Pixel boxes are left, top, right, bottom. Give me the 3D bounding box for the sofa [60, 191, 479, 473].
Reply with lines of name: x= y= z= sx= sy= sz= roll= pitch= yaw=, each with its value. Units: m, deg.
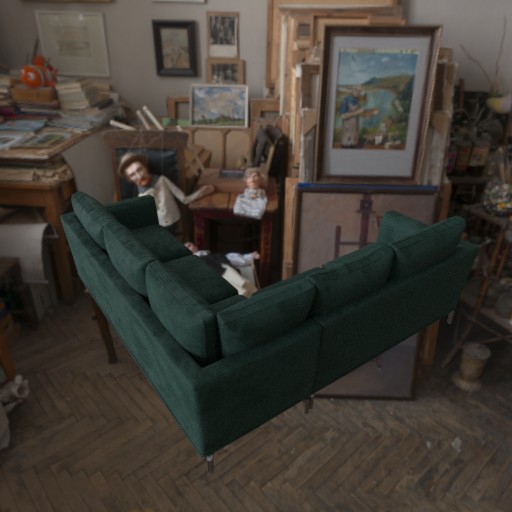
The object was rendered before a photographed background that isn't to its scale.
sofa: x=0.000 y=0.000 z=3.733 sx=2.468 sy=1.004 sz=2.452 roll=-20 pitch=36 yaw=-30
